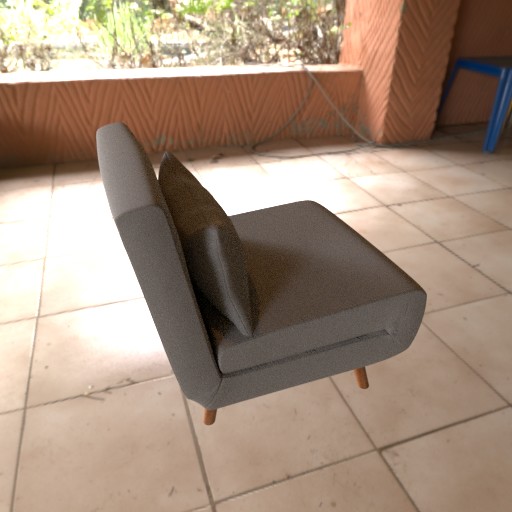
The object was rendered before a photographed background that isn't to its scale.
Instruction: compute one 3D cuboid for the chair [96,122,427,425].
[{"bbox_3d":[0.000,0.000,1.517,0.902,0.808,0.770,-10,32,-17],"label":"chair"}]
